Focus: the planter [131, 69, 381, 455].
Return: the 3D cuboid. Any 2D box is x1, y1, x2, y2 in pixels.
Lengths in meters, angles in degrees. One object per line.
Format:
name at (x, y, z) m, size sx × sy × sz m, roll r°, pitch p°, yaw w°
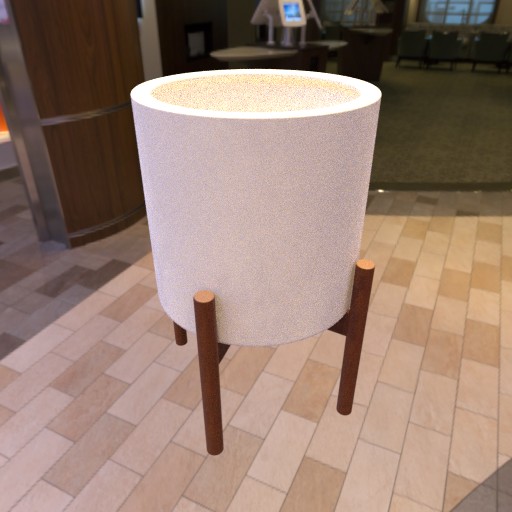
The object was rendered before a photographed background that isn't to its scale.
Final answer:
planter at (0.000, 0.000, 0.929) m, size 0.417 × 0.670 × 0.417 m, roll -11°, pitch 32°, yaw -17°
